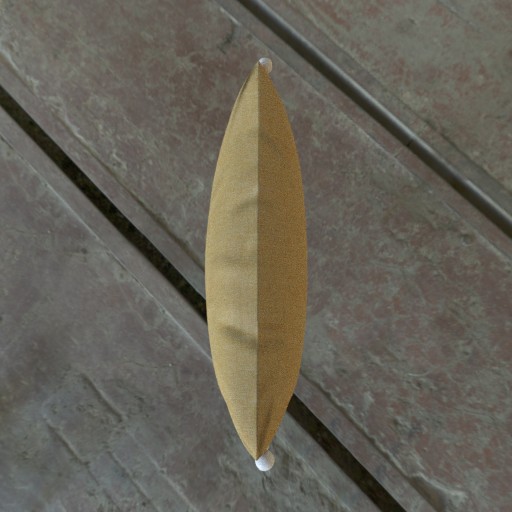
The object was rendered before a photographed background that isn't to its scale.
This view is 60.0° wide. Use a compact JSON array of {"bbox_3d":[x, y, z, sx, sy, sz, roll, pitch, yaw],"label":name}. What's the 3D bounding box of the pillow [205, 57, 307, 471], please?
[{"bbox_3d":[0.000,0.000,0.853,0.201,0.322,0.709,0,77,0],"label":"pillow"}]
